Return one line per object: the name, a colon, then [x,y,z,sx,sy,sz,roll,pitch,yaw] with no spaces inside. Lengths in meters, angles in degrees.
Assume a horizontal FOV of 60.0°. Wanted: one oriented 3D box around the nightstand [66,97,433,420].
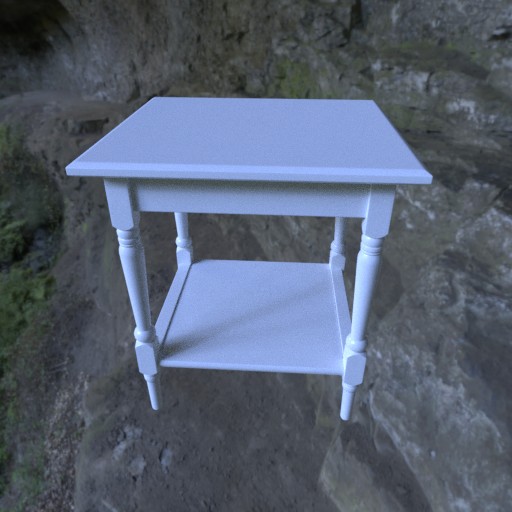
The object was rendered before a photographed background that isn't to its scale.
nightstand: [0.000,0.000,0.942,0.505,0.555,0.459,2,31,3]
